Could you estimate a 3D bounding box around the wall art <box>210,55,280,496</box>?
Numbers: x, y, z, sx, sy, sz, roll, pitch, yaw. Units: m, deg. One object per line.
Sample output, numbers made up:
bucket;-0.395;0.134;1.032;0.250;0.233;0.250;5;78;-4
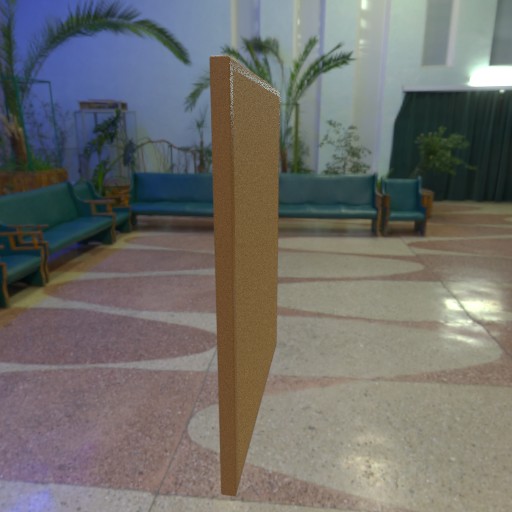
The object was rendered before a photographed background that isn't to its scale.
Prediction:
wall art;0.000;0.000;0.743;0.022;0.553;0.452;3;16;9
